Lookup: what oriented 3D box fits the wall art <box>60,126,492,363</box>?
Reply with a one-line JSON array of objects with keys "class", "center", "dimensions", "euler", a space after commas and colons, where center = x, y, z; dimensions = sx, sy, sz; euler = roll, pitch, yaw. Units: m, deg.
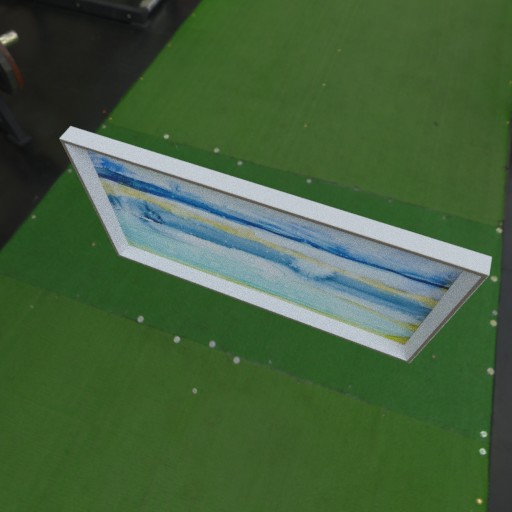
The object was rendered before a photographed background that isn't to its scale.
[{"class": "wall art", "center": [0.000, 0.000, 0.974], "dimensions": [0.812, 0.431, 0.038], "euler": [19, 60, 12]}]
